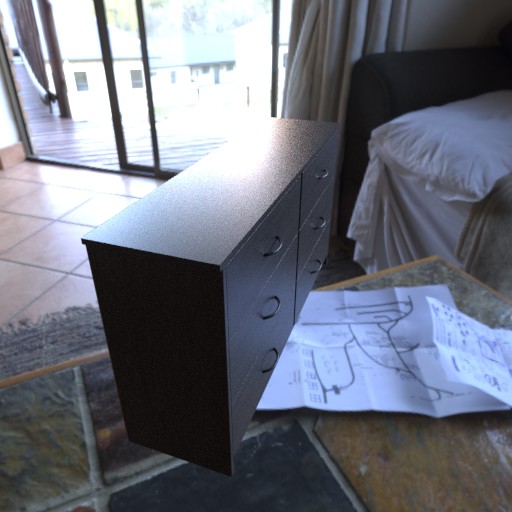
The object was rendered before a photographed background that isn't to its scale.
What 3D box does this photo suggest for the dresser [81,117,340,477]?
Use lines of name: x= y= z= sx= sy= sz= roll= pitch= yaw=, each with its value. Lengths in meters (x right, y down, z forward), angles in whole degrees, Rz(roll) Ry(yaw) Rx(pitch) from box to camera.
dresser: x=0.000 y=0.000 z=1.741 sx=0.401 sy=0.755 sz=1.360 roll=10 pitch=31 yaw=17
